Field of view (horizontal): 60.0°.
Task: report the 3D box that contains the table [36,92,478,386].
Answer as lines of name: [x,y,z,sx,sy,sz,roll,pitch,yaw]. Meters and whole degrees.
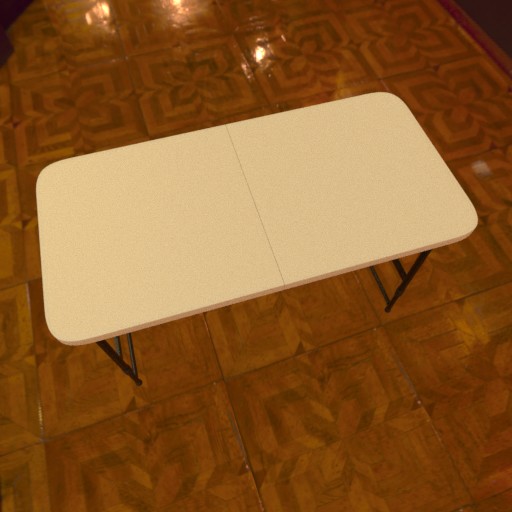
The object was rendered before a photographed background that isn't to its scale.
table: [0.000,0.000,1.630,1.245,0.737,0.611,-15,61,-8]
